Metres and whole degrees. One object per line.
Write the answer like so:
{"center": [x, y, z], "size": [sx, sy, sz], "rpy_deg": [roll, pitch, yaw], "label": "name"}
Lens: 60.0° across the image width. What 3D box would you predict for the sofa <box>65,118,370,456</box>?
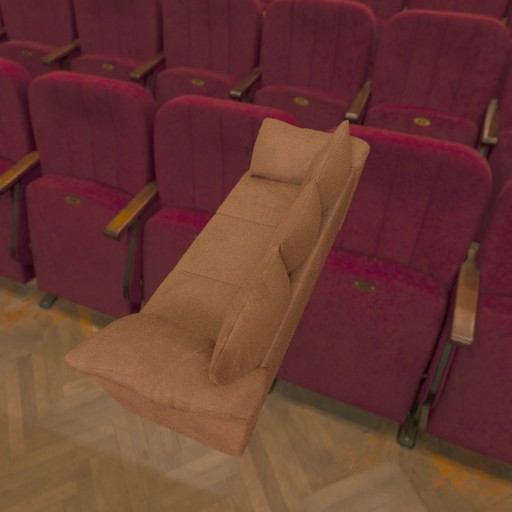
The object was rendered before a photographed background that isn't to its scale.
{"center": [0.000, 0.000, 2.794], "size": [0.893, 0.981, 2.377], "rpy_deg": [17, 47, 16], "label": "sofa"}
